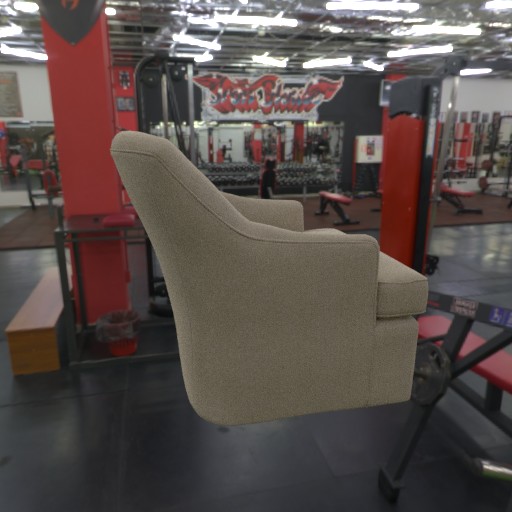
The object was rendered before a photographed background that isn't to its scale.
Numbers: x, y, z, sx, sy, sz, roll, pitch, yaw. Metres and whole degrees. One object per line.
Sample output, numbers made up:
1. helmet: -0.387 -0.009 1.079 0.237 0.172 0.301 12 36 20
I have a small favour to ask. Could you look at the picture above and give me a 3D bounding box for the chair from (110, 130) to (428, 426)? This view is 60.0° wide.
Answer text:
1. chair: 0.000 0.000 1.580 0.923 0.856 0.864 -3 15 -11
